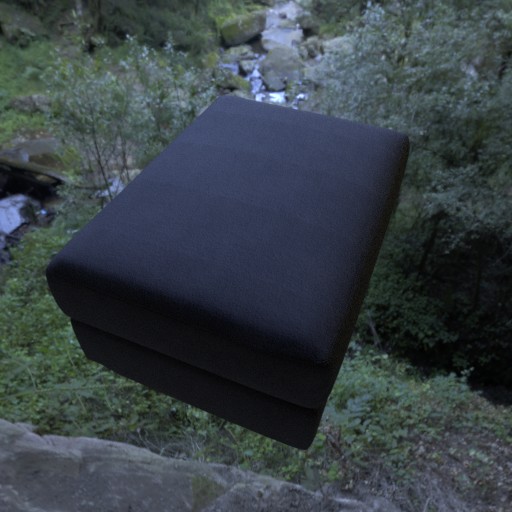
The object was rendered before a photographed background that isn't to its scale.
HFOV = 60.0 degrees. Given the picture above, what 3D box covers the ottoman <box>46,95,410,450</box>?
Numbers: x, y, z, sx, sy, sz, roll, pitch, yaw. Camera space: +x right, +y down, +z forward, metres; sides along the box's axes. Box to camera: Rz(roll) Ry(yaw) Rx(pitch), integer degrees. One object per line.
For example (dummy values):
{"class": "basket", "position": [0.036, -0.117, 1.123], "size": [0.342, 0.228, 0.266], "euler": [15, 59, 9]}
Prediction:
{"class": "ottoman", "position": [0.000, 0.000, 1.116], "size": [0.574, 0.497, 0.773], "euler": [17, 48, 16]}
